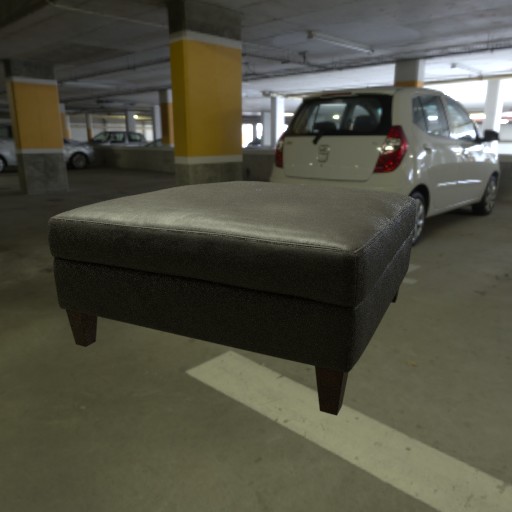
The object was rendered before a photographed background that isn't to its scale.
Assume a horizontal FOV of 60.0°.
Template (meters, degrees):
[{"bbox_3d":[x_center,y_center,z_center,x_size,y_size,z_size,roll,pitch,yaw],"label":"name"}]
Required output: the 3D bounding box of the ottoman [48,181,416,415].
[{"bbox_3d":[0.000,0.000,1.354,0.836,0.415,0.844,7,17,25],"label":"ottoman"}]
